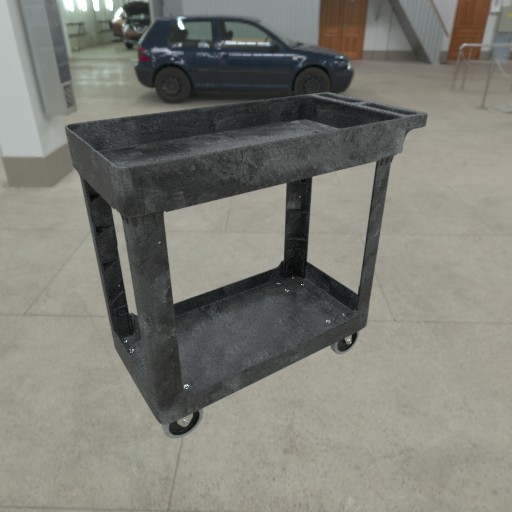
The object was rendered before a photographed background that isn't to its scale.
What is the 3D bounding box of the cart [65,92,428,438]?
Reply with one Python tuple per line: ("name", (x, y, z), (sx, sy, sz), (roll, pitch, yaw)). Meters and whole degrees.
("cart", (0.000, 0.000, 1.358), (0.877, 0.824, 0.420), (-18, 34, -29))
